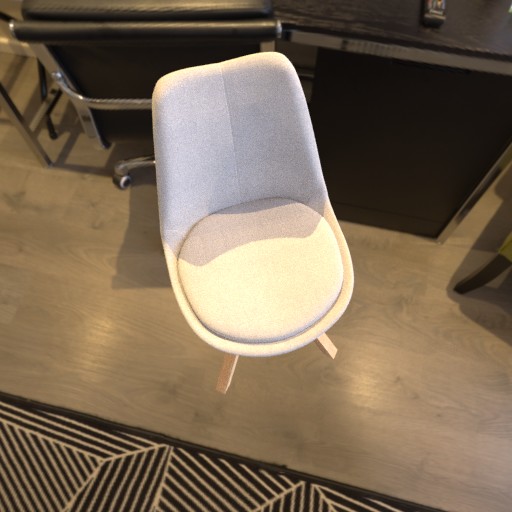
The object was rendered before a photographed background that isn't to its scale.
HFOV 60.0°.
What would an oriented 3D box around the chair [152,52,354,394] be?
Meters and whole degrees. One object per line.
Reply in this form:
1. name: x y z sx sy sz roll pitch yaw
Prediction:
1. chair: 0.000 0.000 1.221 0.474 0.863 0.549 -16 65 -8
